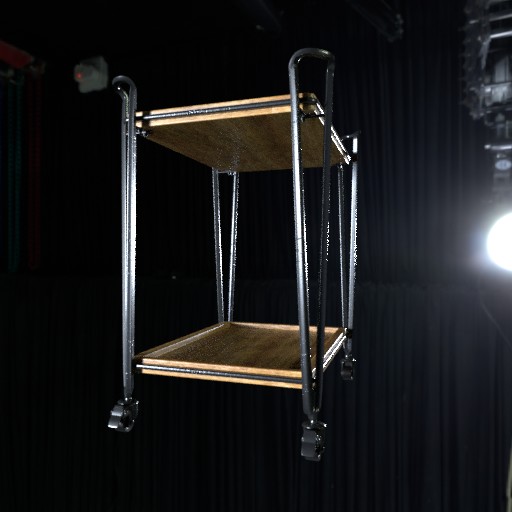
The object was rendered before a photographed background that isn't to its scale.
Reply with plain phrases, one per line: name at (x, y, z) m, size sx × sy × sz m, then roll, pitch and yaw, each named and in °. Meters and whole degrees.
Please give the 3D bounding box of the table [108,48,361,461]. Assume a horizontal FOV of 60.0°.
table at (0.000, 0.000, 1.202) m, size 0.505 × 0.785 × 0.672 m, roll 0°, pitch 0°, yaw 18°
